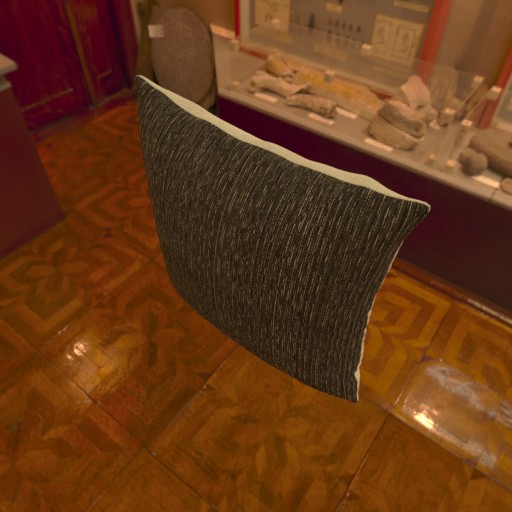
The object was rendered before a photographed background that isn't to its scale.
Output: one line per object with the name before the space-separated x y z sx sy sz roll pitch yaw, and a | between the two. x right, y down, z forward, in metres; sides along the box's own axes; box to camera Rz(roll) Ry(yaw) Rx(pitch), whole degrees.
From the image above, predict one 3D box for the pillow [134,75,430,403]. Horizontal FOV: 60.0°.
pillow | 0.000 0.000 0.672 0.433 0.434 0.196 31 55 25
